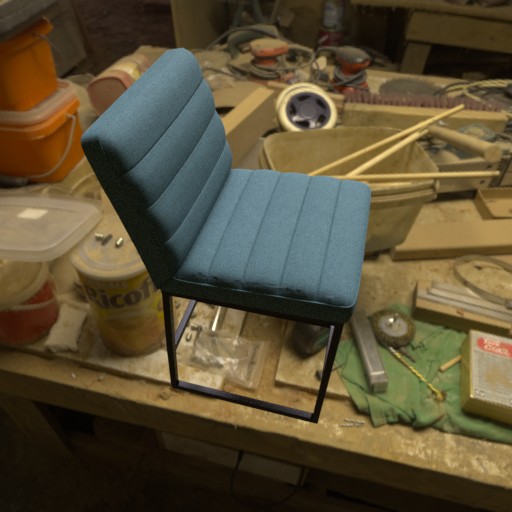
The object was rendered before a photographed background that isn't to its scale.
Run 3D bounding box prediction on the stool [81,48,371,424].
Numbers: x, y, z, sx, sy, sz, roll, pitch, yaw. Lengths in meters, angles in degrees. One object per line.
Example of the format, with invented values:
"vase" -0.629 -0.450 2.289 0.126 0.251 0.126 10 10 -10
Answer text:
"stool" 0.000 0.000 1.238 0.560 0.940 0.460 11 47 10
